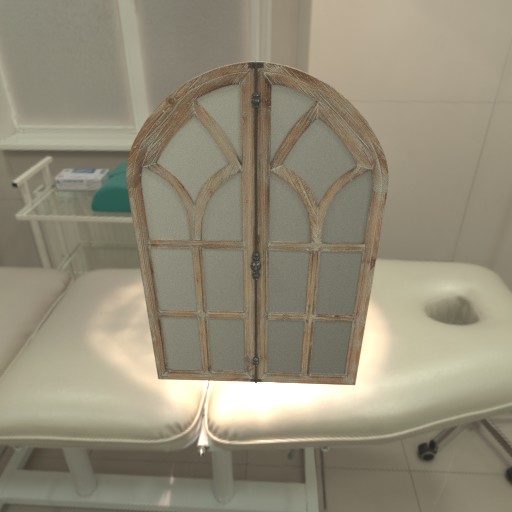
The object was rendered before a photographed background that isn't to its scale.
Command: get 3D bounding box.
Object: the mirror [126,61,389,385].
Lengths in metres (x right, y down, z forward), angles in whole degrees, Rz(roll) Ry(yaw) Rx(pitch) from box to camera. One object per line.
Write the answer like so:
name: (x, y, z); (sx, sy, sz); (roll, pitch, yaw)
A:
mirror: (0.000, 0.000, 1.131); (0.609, 0.915, 0.032); (1, 31, 2)
